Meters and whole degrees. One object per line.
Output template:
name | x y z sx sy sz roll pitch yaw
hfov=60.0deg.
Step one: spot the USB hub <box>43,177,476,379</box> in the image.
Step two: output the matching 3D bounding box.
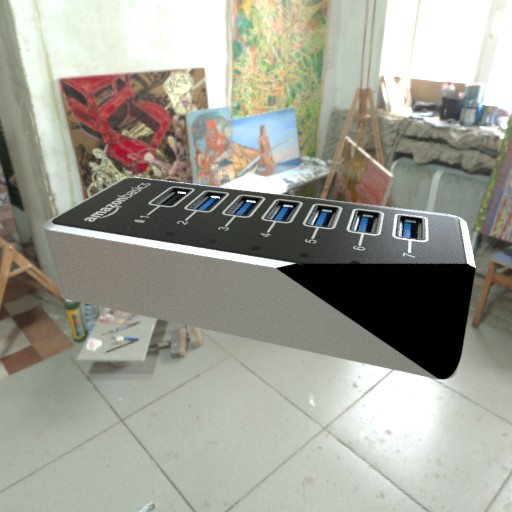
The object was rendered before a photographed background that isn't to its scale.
USB hub | 0.000 0.000 0.127 0.110 0.023 0.044 9 30 16
